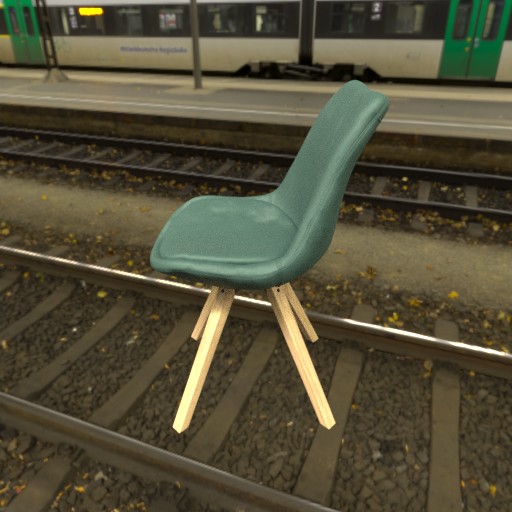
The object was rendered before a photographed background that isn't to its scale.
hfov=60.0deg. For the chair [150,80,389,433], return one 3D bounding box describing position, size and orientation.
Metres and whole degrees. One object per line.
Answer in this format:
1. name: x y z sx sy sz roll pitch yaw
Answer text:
1. chair: 0.000 0.000 1.200 0.547 0.865 0.483 0 28 0
